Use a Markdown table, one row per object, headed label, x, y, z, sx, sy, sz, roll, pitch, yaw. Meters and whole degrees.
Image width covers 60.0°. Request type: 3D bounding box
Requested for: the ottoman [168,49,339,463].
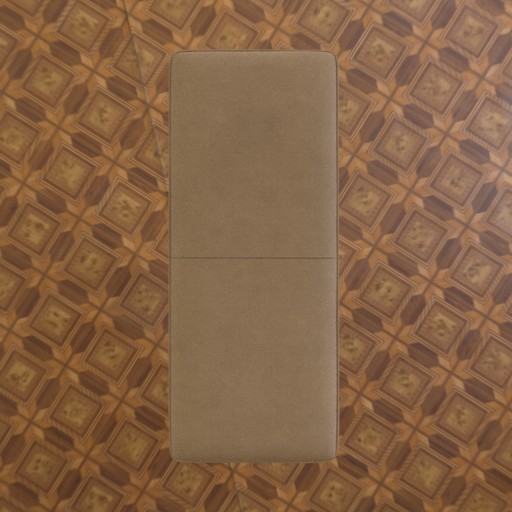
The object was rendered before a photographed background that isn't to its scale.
| label | x | y | z | sx | sy | sz | roll | pitch | yaw |
| --- | --- | --- | --- | --- | --- | --- | --- | --- | --- |
| ottoman | 0.000 | 0.000 | 1.998 | 0.735 | 0.460 | 1.726 | 0 | 90 | 1 |
